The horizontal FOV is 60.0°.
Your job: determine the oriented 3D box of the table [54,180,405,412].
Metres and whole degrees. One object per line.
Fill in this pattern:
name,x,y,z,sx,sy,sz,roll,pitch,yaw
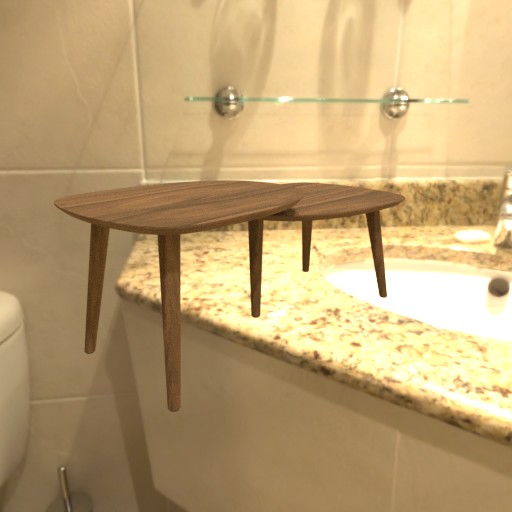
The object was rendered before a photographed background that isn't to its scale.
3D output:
table,0.000,0.000,1.376,1.084,0.429,0.527,-17,24,-42
